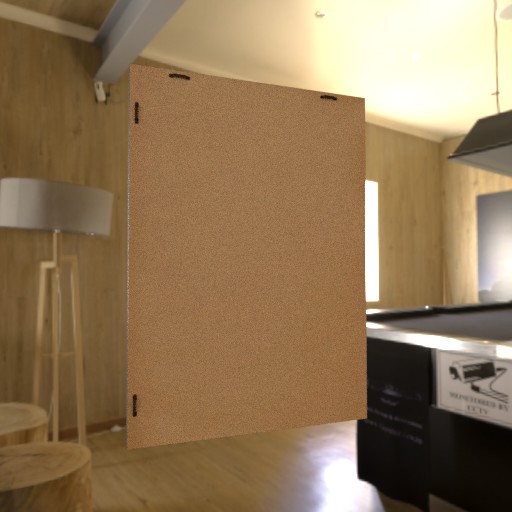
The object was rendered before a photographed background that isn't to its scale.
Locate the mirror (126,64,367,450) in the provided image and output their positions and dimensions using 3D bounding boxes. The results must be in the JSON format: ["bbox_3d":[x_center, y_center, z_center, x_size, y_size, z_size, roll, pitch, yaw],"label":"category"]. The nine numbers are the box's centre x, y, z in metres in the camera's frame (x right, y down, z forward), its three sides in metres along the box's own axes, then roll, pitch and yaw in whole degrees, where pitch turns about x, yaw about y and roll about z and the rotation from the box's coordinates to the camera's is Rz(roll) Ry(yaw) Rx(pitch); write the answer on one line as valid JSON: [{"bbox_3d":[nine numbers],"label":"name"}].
[{"bbox_3d":[0.000,0.000,0.912,0.507,0.710,0.039,0,-1,-19],"label":"mirror"}]
